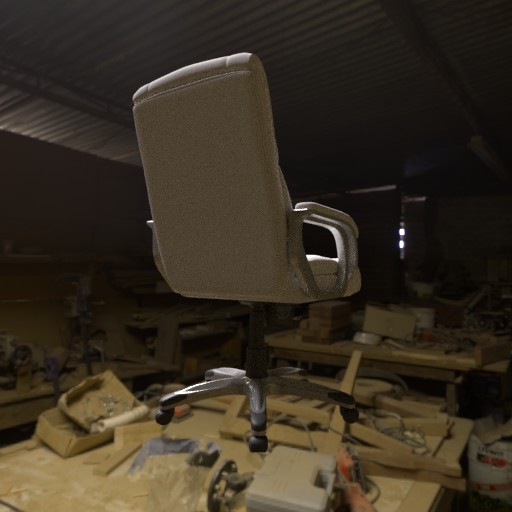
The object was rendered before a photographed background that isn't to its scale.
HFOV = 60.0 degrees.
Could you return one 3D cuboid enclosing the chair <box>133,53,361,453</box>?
[{"bbox_3d":[0.000,0.000,1.589,0.687,1.120,0.738,-1,-1,35],"label":"chair"}]
